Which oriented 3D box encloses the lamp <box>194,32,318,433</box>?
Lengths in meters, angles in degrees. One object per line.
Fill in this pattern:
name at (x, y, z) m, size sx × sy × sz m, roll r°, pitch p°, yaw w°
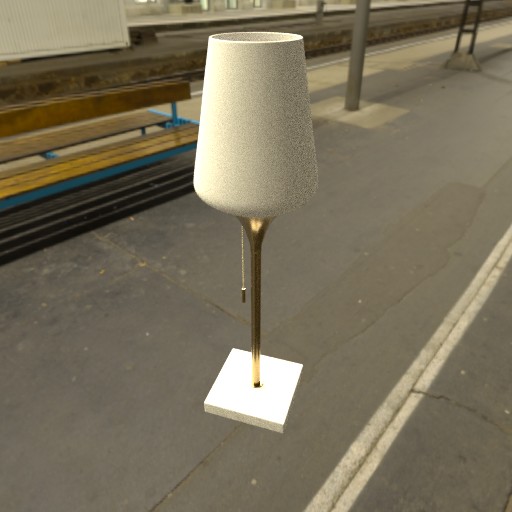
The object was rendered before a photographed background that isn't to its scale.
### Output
lamp at (0.000, 0.000, 0.717) m, size 0.181 × 0.639 × 0.181 m, roll 10°, pitch 33°, yaw 15°
